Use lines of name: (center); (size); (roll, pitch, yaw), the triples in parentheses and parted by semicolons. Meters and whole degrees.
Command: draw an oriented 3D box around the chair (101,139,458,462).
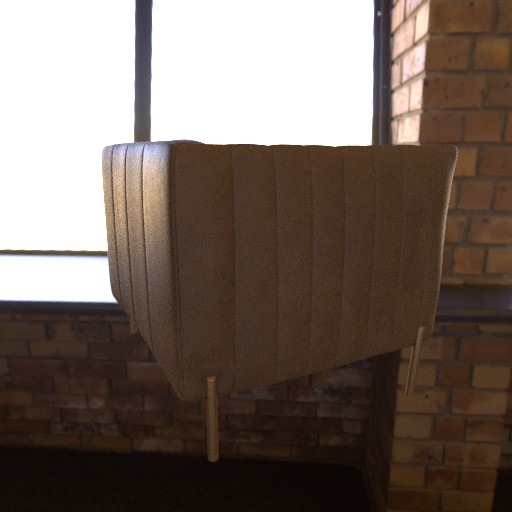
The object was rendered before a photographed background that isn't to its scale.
chair: (0.000, 0.000, 1.563); (0.876, 0.779, 0.981); (-7, 15, -27)
